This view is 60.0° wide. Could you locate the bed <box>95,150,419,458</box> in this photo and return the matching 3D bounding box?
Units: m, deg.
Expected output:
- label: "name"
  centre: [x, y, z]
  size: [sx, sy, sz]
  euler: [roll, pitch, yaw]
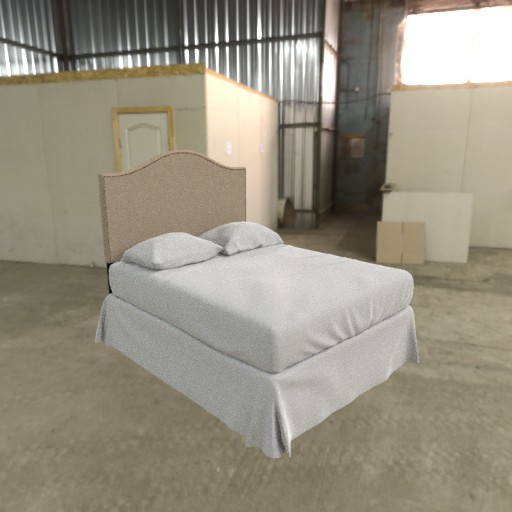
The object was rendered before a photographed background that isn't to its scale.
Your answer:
- label: "bed"
  centre: [0.000, 0.000, 3.575]
  size: [1.876, 1.645, 2.221]
  euler: [-13, 20, -42]
